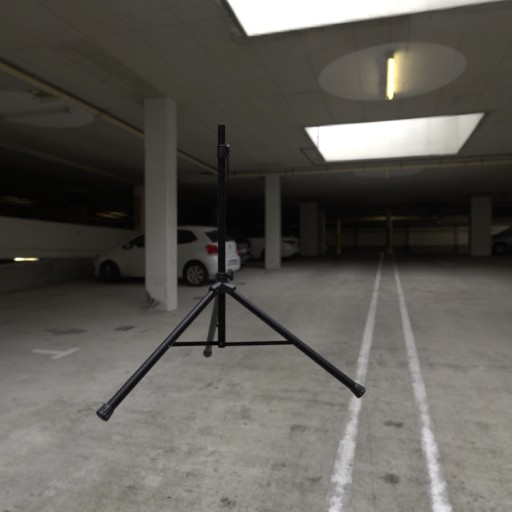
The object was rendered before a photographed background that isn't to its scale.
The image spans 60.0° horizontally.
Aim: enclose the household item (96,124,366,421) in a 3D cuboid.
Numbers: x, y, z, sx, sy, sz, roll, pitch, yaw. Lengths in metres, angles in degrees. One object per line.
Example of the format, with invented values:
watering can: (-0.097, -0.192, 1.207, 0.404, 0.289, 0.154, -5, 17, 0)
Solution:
household item: (0.000, 0.000, 1.886, 0.907, 1.136, 1.045, 0, 0, 16)
